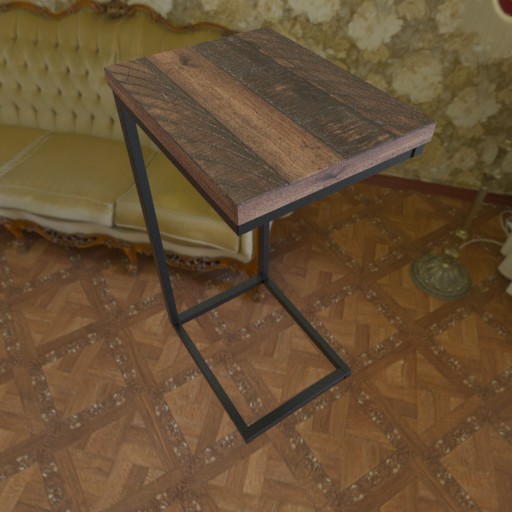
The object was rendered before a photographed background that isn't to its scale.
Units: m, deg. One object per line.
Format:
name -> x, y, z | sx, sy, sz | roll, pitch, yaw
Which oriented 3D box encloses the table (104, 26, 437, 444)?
table -> 0.000, 0.000, 0.923 | 0.323, 0.718, 0.414 | -26, 52, -22
